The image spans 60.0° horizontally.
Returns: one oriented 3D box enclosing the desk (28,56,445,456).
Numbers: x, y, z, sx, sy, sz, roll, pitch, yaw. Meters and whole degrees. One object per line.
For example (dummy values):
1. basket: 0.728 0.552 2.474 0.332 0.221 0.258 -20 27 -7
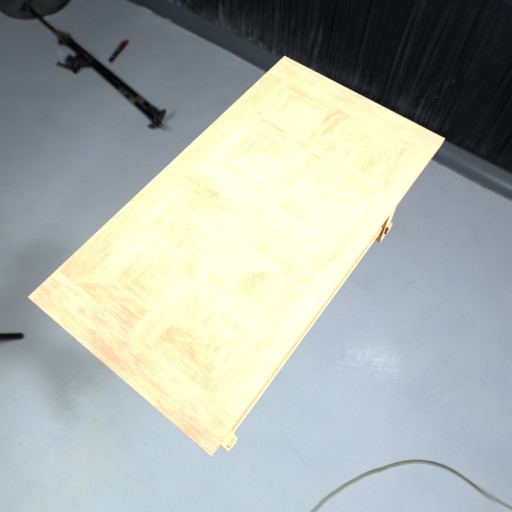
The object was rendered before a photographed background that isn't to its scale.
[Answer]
1. desk: 0.000 0.000 2.006 0.813 0.762 1.499 34 68 16
